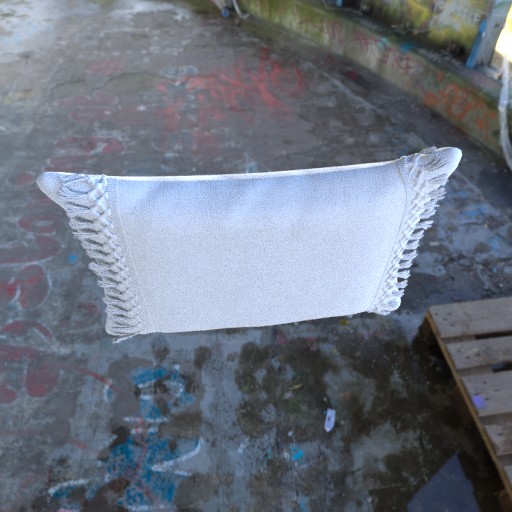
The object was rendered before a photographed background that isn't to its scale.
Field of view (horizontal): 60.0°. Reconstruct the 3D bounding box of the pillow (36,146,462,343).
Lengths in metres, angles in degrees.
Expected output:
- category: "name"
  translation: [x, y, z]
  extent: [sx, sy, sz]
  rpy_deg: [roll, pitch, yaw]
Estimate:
- category: "pillow"
  translation: [0.000, 0.000, 0.587]
  extent: [0.466, 0.305, 0.084]
  rpy_deg: [-4, 48, -4]
